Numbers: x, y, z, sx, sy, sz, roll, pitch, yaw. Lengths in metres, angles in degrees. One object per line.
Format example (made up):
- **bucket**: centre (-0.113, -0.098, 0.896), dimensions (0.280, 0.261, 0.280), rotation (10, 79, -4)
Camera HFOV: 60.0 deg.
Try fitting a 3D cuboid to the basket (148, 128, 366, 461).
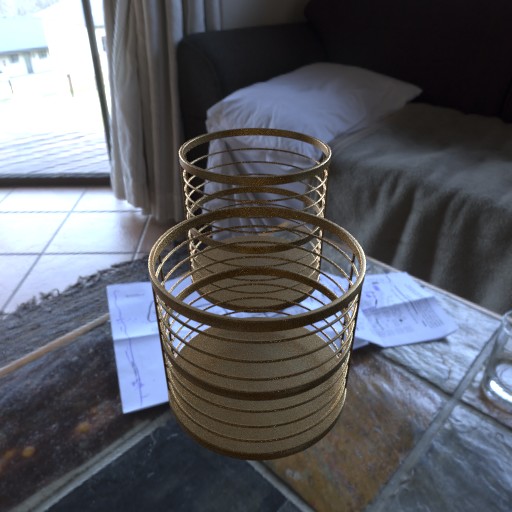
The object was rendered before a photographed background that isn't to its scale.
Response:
- **basket**: centre (0.000, 0.000, 0.971), dimensions (0.356, 0.351, 0.746), rotation (0, 32, 0)
